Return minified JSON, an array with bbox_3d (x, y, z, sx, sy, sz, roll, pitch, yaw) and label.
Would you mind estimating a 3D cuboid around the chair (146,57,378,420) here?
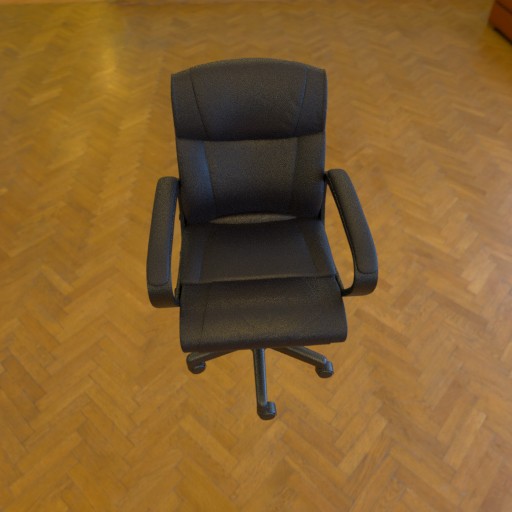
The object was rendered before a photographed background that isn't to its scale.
[{"bbox_3d":[0.000,0.000,1.401,0.576,0.998,0.641,-3,46,-3],"label":"chair"}]
